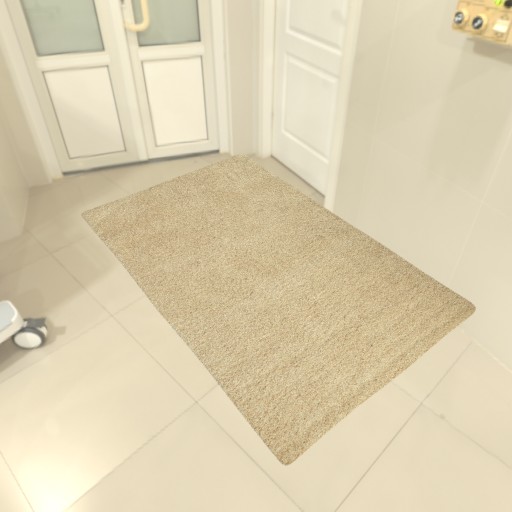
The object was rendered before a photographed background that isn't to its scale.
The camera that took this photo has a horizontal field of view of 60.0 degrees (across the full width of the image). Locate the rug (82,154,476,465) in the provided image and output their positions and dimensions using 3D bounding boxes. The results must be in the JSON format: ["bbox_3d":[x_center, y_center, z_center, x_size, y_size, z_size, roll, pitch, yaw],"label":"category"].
[{"bbox_3d":[0.000,0.000,2.958,1.500,0.025,2.349,-27,48,-27],"label":"rug"}]
